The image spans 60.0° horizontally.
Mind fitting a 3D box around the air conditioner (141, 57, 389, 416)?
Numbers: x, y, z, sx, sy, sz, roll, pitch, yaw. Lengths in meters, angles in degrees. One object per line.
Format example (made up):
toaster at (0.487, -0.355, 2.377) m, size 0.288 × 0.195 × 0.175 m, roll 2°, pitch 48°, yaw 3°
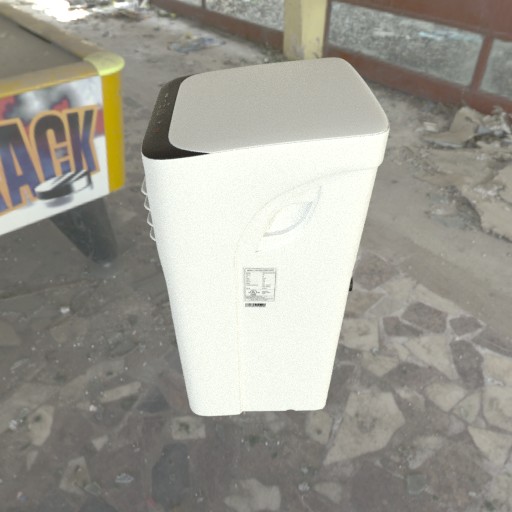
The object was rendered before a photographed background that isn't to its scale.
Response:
air conditioner at (0.000, 0.000, 0.933) m, size 0.369 × 0.716 × 0.352 m, roll -2°, pitch 39°, yaw -2°
